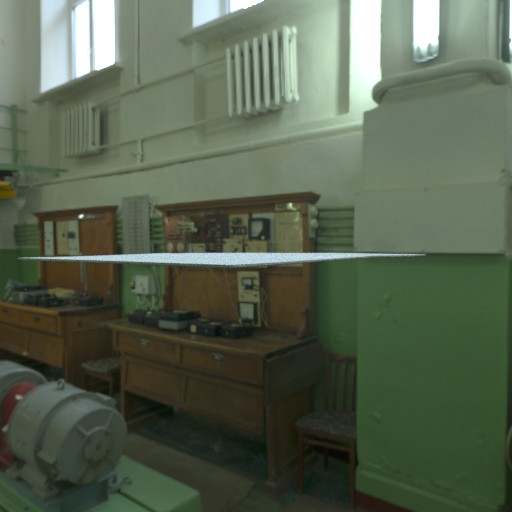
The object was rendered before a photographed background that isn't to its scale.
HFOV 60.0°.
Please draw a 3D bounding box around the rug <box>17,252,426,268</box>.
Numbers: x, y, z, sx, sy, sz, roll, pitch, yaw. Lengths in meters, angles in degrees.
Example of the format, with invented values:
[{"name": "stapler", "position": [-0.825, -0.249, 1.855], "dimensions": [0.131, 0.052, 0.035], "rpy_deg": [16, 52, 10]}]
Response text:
[{"name": "rug", "position": [0.000, 0.000, 2.256], "dimensions": [1.179, 0.022, 1.820], "rpy_deg": [1, 2, 36]}]
